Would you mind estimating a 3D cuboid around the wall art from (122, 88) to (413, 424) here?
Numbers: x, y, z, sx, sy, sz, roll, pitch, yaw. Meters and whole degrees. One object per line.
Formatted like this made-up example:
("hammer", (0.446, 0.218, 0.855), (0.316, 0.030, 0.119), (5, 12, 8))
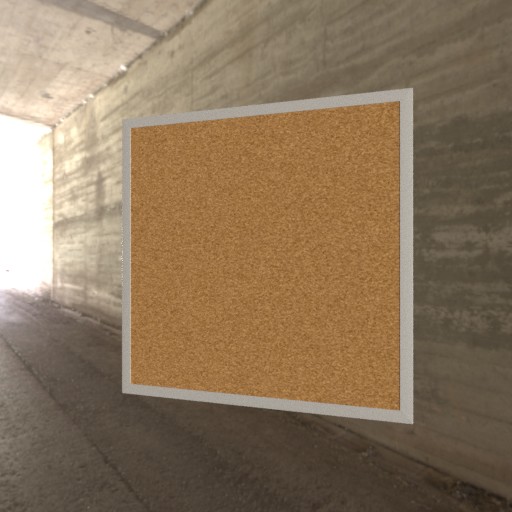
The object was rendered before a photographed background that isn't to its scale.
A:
("wall art", (0.000, 0.000, 0.760), (0.506, 0.505, 0.038), (0, 0, 18))
